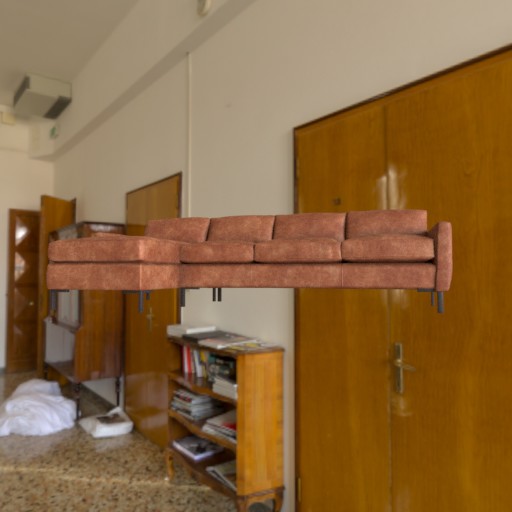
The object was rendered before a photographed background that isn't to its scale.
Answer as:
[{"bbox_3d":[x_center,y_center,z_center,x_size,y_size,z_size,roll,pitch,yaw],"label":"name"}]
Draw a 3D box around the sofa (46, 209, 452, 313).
[{"bbox_3d":[0.000,0.000,3.687,2.993,0.859,1.471,-1,-2,17],"label":"sofa"}]
